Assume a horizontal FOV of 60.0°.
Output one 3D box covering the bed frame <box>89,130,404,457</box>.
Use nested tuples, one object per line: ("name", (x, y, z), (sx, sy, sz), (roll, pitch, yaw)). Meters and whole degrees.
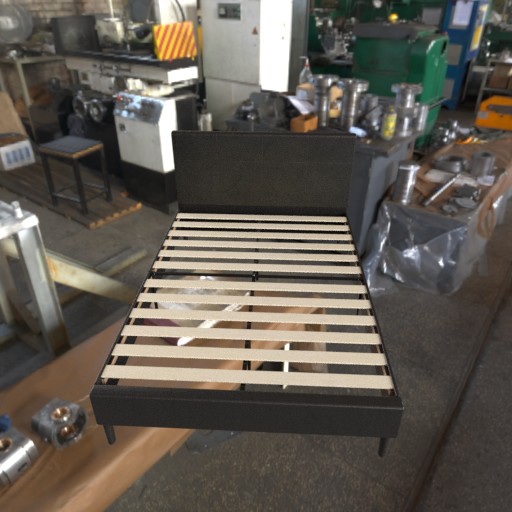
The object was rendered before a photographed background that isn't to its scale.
("bed frame", (0.000, 0.000, 2.896), (1.469, 1.046, 2.152), (2, 31, 3))
